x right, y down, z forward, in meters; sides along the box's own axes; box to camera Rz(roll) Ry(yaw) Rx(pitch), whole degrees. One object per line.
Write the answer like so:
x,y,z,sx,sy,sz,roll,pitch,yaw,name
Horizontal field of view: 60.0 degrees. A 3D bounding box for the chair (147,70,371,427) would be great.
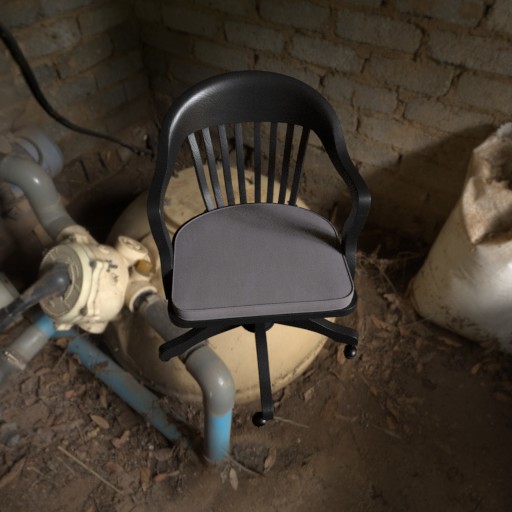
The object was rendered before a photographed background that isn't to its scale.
0.000,0.000,1.447,0.750,0.878,0.788,-4,47,-4,chair
